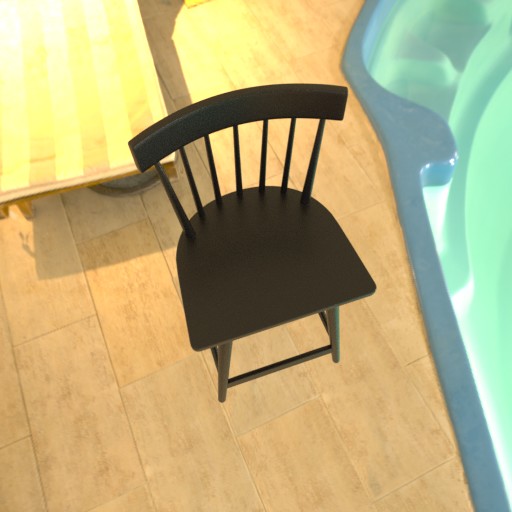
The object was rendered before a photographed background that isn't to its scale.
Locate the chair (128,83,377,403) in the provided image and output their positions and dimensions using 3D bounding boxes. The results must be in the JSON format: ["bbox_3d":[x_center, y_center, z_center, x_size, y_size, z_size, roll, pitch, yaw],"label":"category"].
[{"bbox_3d":[0.000,0.000,1.290,0.483,0.952,0.572,-17,65,-8],"label":"chair"}]
